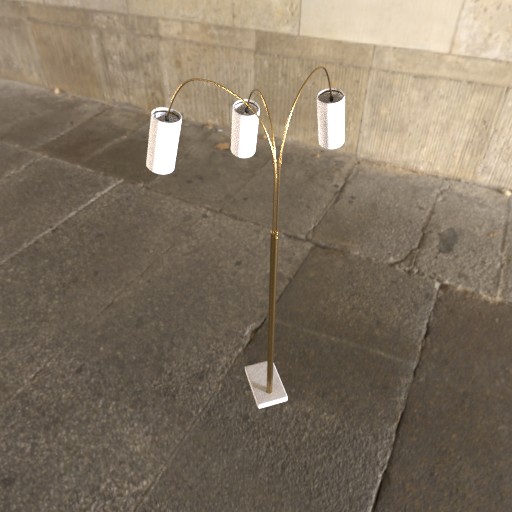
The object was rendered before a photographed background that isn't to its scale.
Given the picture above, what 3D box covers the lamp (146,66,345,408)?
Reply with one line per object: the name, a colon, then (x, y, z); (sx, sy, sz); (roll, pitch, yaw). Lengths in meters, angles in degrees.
lamp: (0.000, 0.000, 2.521); (1.020, 2.055, 0.667); (-11, 41, -13)
